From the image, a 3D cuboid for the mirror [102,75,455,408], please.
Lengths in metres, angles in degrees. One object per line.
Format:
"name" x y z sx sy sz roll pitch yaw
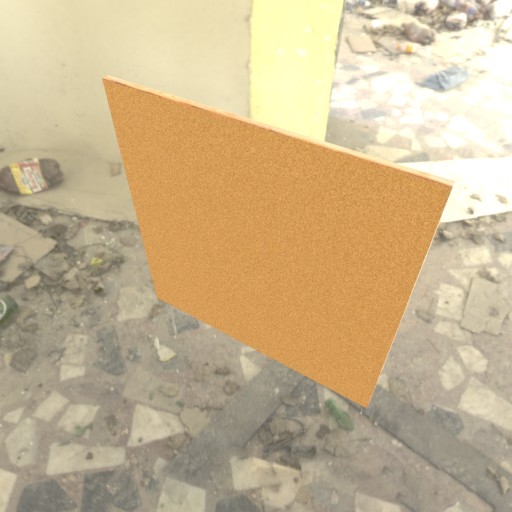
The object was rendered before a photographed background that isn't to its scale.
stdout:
"mirror" 0.000 0.000 1.190 0.804 0.804 0.061 24 50 22
